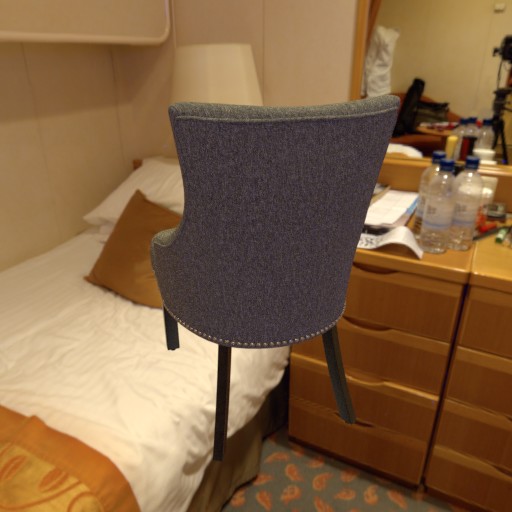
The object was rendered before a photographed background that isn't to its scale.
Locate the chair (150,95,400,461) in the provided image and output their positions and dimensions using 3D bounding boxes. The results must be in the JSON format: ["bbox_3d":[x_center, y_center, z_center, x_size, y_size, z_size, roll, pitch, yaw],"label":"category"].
[{"bbox_3d":[0.000,0.000,1.289,0.566,0.909,0.629,-8,26,-17],"label":"chair"}]
